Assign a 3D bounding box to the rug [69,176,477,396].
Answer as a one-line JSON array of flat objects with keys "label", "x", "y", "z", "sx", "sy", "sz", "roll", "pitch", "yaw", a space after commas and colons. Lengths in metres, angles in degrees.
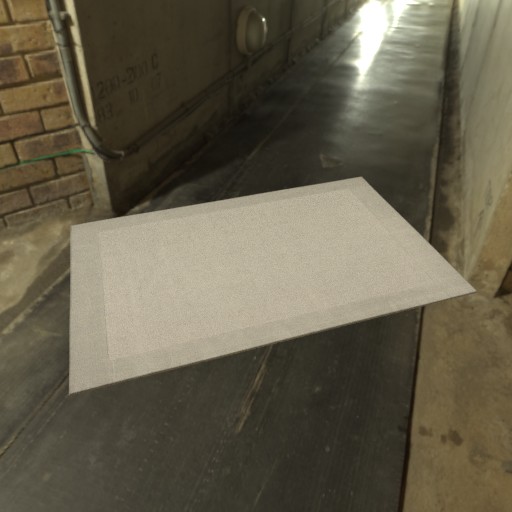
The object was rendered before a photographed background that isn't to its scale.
[{"label": "rug", "x": 0.000, "y": 0.000, "z": 3.055, "sx": 2.438, "sy": 0.014, "sz": 1.524, "roll": -11, "pitch": 41, "yaw": -14}]
